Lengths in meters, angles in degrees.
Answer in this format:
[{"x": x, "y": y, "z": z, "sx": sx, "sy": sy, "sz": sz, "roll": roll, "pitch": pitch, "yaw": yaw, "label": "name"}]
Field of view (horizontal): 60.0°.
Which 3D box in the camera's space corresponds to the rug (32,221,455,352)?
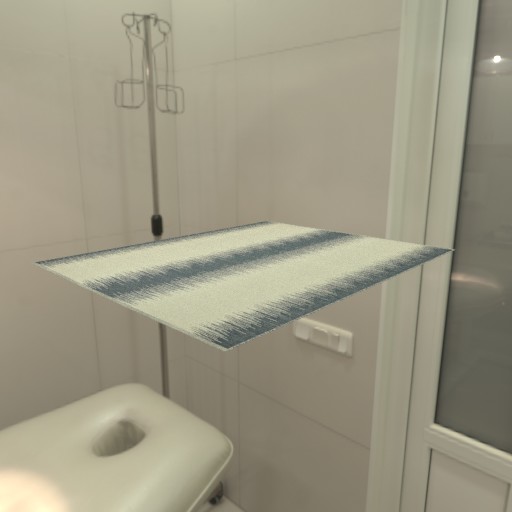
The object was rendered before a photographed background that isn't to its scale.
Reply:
[{"x": 0.000, "y": 0.000, "z": 4.042, "sx": 2.453, "sy": 0.004, "sz": 3.037, "roll": 13, "pitch": 19, "yaw": 42, "label": "rug"}]
